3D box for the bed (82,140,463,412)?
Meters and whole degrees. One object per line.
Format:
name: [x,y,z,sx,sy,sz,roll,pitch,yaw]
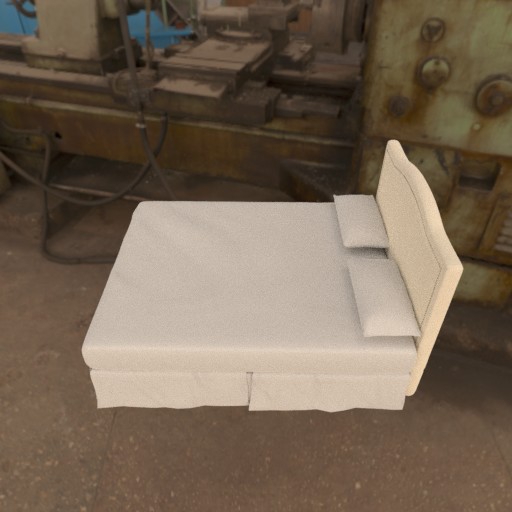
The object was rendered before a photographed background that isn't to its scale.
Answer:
bed: [0.000,0.000,3.656,2.477,1.437,1.977,1,40,1]
